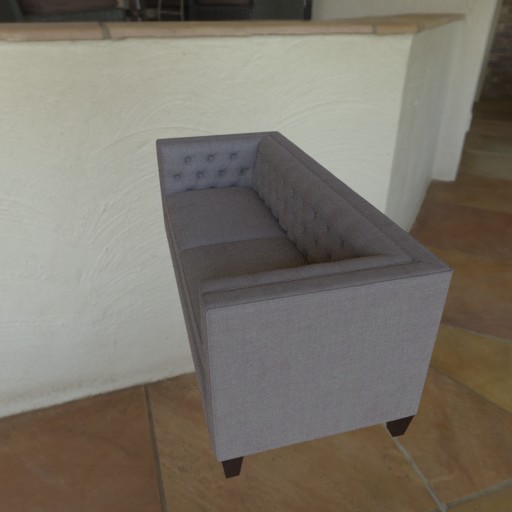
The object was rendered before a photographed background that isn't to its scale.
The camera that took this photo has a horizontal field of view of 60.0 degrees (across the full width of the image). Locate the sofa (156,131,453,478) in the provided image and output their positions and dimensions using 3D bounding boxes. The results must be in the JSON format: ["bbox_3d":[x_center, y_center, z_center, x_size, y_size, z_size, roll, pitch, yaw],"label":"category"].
[{"bbox_3d":[0.000,0.000,2.179,0.775,0.762,1.778,-8,30,-13],"label":"sofa"}]
